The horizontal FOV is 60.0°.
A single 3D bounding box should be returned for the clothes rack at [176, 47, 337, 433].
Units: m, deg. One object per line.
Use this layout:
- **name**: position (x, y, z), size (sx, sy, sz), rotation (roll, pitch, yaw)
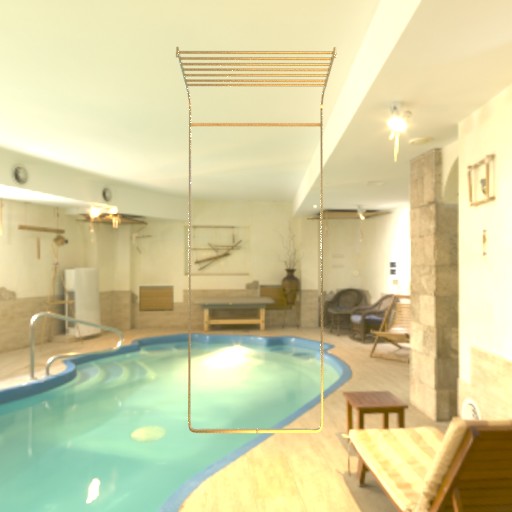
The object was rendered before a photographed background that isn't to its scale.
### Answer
- **clothes rack**: position (0.000, 0.000, 1.836), size (0.609, 1.574, 0.349), rotation (0, -1, 0)
